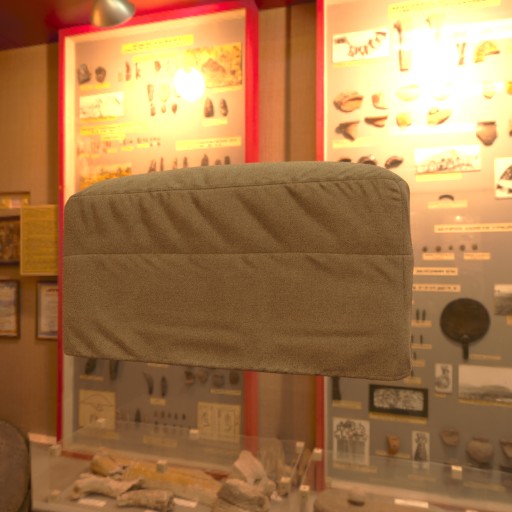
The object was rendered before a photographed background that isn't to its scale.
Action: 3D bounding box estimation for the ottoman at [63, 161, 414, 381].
[{"bbox_3d":[0.000,0.000,1.264,0.837,0.481,0.683,0,0,18],"label":"ottoman"}]
